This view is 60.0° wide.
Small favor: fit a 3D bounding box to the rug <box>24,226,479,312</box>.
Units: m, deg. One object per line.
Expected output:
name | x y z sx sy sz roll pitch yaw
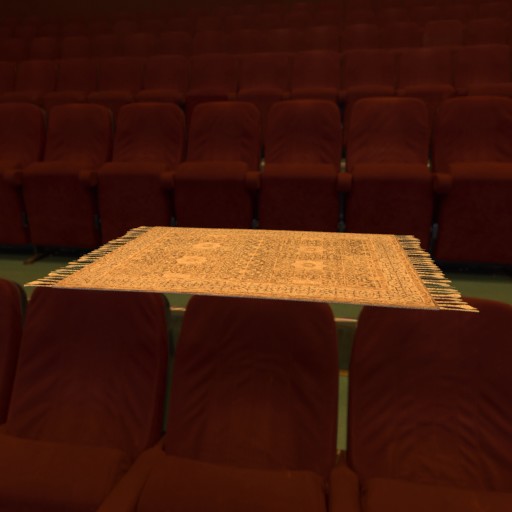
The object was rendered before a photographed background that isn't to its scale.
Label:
rug | 0.000 0.000 3.104 2.465 0.023 1.619 2 16 9
